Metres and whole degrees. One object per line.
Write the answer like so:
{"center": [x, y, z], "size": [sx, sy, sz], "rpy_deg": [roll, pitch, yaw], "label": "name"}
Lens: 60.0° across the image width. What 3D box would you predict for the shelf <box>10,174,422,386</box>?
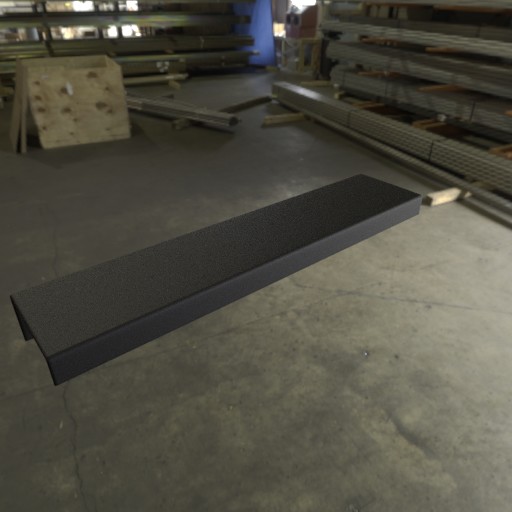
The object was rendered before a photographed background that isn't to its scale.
{"center": [0.000, 0.000, 0.476], "size": [0.456, 0.053, 0.102], "rpy_deg": [-23, 38, -33], "label": "shelf"}
